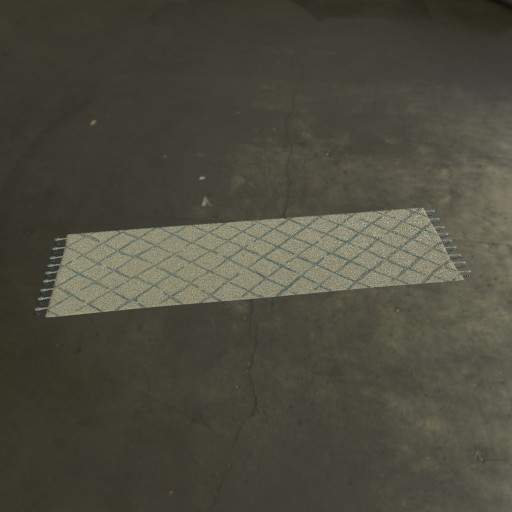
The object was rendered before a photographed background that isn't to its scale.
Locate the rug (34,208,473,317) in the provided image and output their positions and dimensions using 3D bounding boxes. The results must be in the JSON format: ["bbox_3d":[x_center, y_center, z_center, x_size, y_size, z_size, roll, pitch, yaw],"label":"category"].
[{"bbox_3d":[0.000,0.000,2.568,2.372,0.008,0.620,-5,46,-4],"label":"rug"}]
